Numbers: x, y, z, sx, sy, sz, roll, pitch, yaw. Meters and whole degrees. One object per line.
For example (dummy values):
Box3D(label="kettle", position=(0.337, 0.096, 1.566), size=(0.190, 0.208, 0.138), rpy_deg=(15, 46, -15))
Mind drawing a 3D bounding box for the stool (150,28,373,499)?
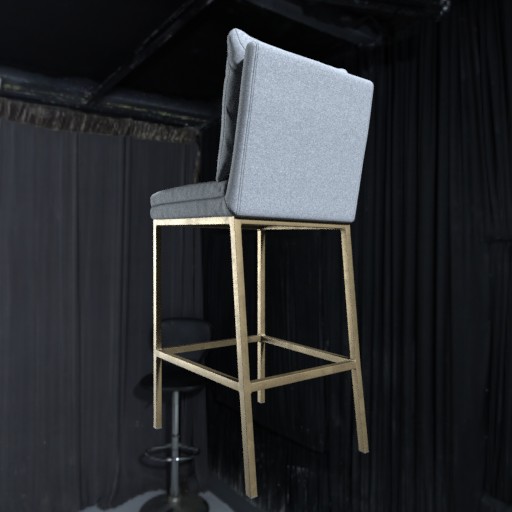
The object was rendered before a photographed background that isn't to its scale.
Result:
Box3D(label="stool", position=(0.000, 0.000, 1.369), size=(0.463, 1.130, 0.569), rpy_deg=(0, 1, -36))
